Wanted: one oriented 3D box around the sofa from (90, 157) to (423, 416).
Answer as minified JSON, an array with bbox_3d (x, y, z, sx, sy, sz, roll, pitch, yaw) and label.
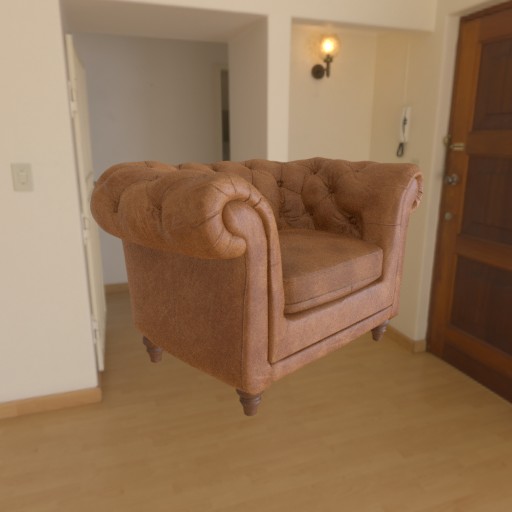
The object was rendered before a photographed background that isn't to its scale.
[{"bbox_3d":[0.000,0.000,2.077,1.405,0.878,1.033,-14,20,-43],"label":"sofa"}]
